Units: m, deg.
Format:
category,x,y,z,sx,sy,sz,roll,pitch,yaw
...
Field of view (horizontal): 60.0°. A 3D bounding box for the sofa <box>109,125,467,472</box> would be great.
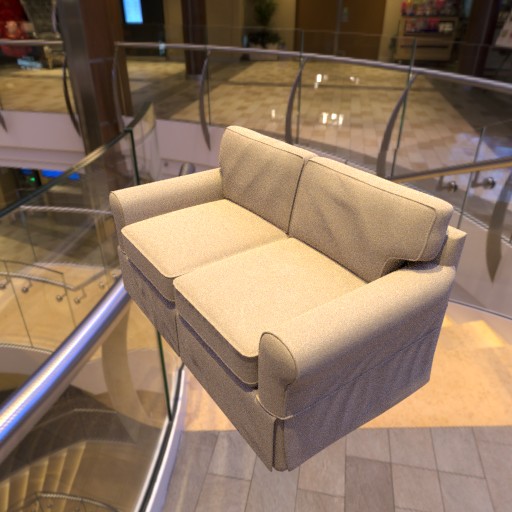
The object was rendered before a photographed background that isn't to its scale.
category,x,y,z,sx,sy,sz,roll,pitch,yaw
sofa,0.000,0.000,2.301,0.991,0.940,1.727,-19,35,-30
